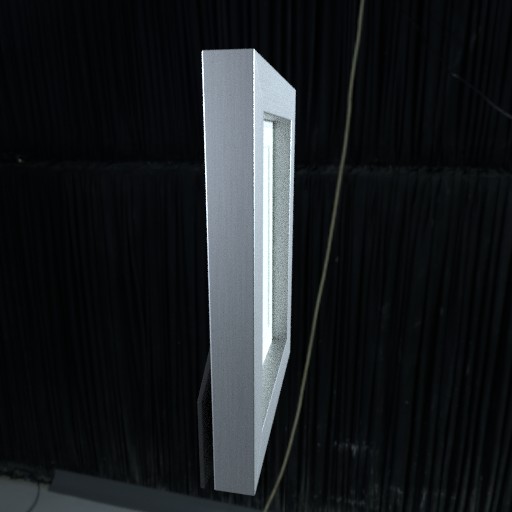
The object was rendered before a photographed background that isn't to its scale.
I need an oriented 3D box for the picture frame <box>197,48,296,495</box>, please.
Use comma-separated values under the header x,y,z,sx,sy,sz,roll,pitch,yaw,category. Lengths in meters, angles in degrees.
x,y,z,sx,sy,sz,roll,pitch,yaw,category
0.000,0.000,0.274,0.028,0.208,0.157,3,15,10,picture frame
